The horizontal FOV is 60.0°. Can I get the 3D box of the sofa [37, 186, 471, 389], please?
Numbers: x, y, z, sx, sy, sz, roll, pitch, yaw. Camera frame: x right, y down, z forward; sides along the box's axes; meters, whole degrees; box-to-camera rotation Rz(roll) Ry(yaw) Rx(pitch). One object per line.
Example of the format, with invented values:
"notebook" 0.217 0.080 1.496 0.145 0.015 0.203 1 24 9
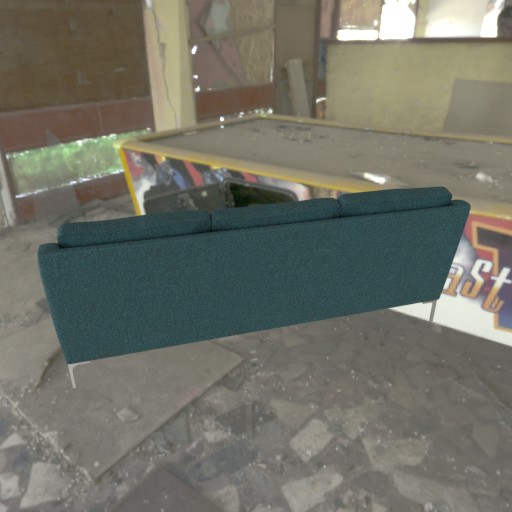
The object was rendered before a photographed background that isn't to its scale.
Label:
"sofa" 0.000 0.000 2.482 2.060 0.837 0.849 -7 26 -15
